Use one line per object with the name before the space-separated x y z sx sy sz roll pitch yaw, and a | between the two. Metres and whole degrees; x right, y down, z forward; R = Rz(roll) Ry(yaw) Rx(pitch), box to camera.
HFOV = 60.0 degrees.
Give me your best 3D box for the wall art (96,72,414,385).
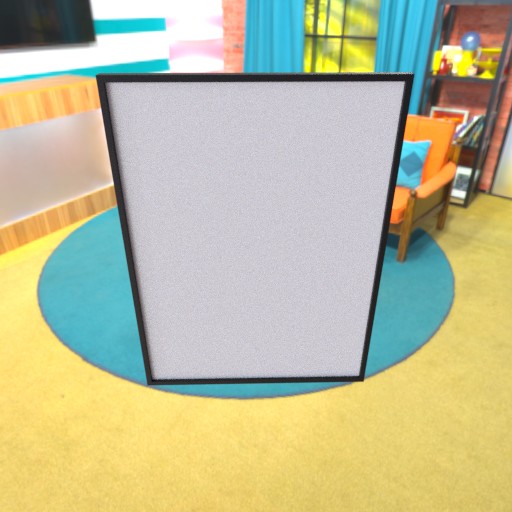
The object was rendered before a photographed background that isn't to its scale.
wall art | 0.000 0.000 1.394 0.802 1.070 0.036 -1 30 -1
